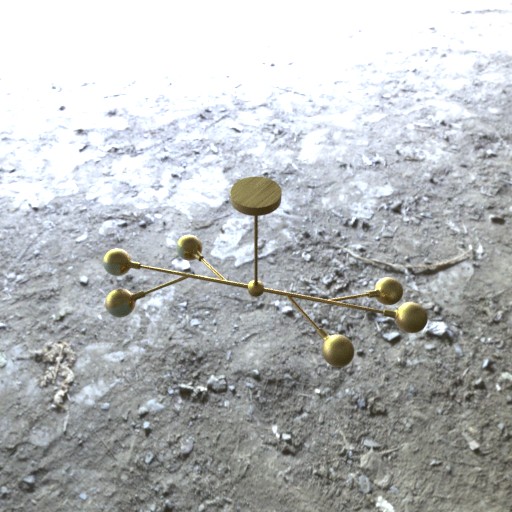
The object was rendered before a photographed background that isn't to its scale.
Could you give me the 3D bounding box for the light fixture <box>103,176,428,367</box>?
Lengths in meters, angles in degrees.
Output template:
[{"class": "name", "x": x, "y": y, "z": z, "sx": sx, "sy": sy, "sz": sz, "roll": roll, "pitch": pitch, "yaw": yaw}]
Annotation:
[{"class": "light fixture", "x": 0.000, "y": 0.000, "z": 1.000, "sx": 0.778, "sy": 0.362, "sz": 0.434, "roll": 22, "pitch": 50, "yaw": 20}]
